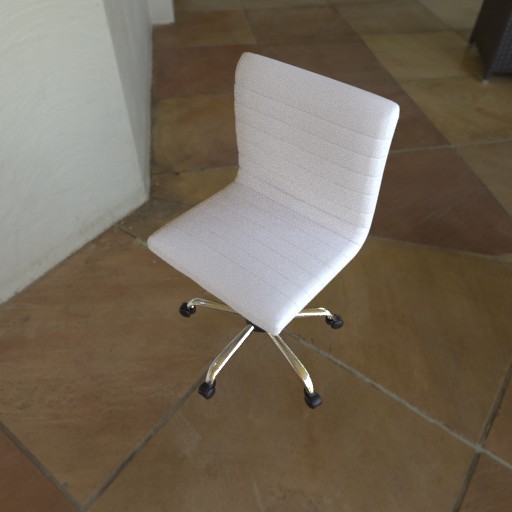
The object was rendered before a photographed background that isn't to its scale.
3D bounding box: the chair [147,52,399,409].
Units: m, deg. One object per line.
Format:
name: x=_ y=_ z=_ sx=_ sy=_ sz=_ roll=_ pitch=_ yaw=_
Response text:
chair: x=0.000 y=0.000 z=1.043 sx=0.520 sy=0.750 sz=0.455 roll=31 pitch=54 yaw=26
